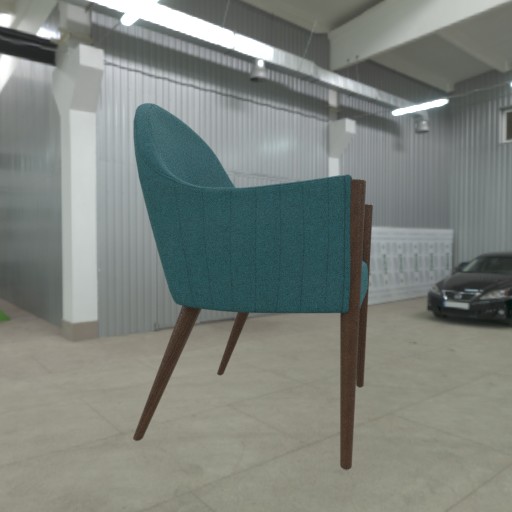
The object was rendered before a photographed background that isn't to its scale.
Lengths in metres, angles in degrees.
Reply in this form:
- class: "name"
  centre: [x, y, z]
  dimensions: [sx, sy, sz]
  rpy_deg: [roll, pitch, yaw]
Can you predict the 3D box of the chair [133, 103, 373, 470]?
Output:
- class: "chair"
  centre: [0.000, 0.000, 1.309]
  dimensions: [0.652, 0.907, 0.656]
  rpy_deg: [0, 1, 16]
